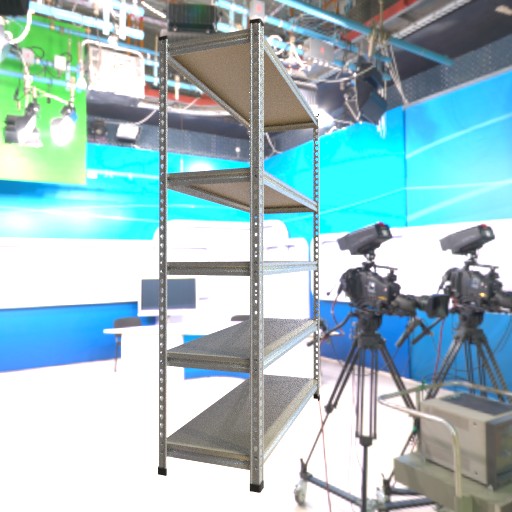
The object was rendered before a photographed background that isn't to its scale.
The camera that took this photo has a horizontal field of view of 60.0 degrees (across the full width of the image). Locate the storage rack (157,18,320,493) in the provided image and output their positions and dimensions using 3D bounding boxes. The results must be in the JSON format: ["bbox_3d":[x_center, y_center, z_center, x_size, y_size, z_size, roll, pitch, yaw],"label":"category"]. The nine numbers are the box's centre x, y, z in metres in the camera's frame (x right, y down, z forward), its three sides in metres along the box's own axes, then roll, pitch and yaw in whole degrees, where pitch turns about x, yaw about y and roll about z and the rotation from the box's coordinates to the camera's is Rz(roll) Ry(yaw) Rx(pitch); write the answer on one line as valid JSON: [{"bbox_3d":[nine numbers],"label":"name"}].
[{"bbox_3d":[0.000,0.000,2.354,0.457,1.829,1.219,0,-1,19],"label":"storage rack"}]
